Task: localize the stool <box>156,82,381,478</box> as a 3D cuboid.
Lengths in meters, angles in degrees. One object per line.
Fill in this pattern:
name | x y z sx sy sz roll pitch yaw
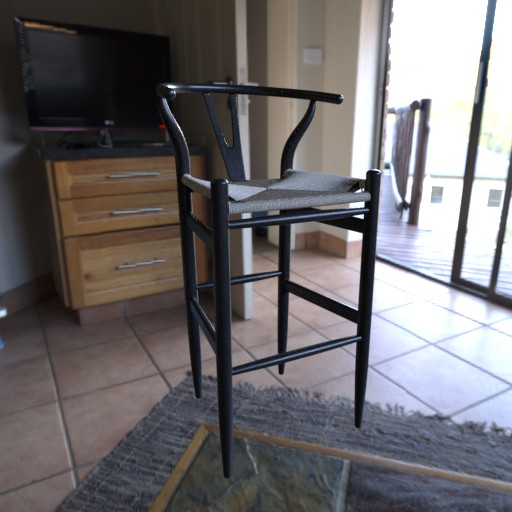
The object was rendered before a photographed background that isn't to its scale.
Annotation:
stool | 0.000 0.000 1.420 0.569 1.072 0.579 -8 18 -26
